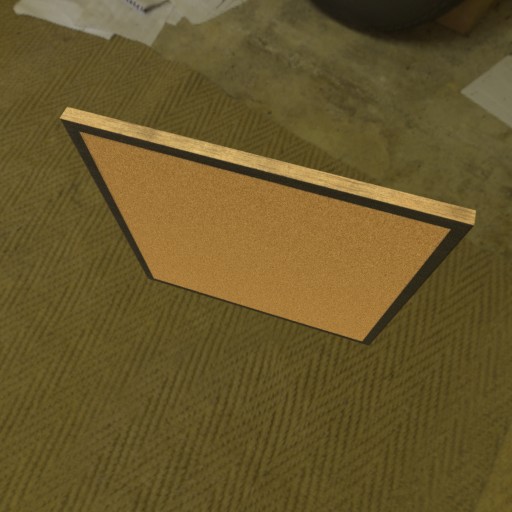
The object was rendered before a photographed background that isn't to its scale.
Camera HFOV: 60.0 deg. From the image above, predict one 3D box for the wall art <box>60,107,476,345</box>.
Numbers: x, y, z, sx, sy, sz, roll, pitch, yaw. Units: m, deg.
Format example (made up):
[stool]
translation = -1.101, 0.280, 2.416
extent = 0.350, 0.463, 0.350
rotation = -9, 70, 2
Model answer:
[wall art]
translation = 0.000, 0.000, 1.025
extent = 0.695, 0.691, 0.029
rotation = 16, 65, 8
